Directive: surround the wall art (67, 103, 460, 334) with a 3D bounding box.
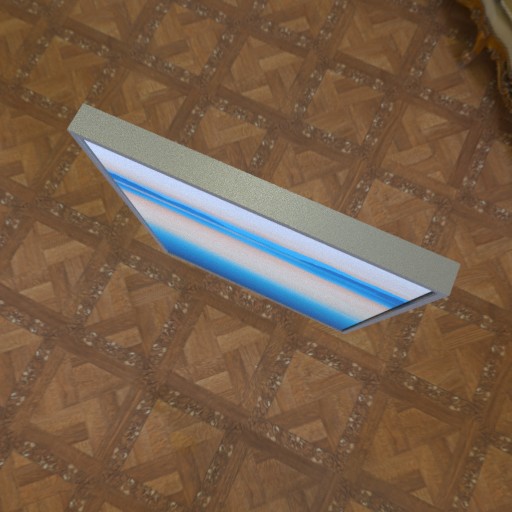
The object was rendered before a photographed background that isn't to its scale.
[{"bbox_3d":[0.000,0.000,0.750,0.453,0.554,0.037,24,77,6],"label":"wall art"}]
